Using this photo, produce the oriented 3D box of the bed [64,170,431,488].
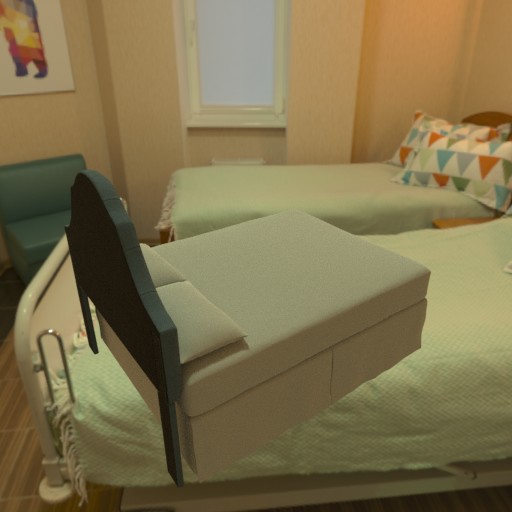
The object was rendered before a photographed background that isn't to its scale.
[{"bbox_3d":[0.000,0.000,3.169,2.155,1.575,1.636,-18,32,-32],"label":"bed"}]
